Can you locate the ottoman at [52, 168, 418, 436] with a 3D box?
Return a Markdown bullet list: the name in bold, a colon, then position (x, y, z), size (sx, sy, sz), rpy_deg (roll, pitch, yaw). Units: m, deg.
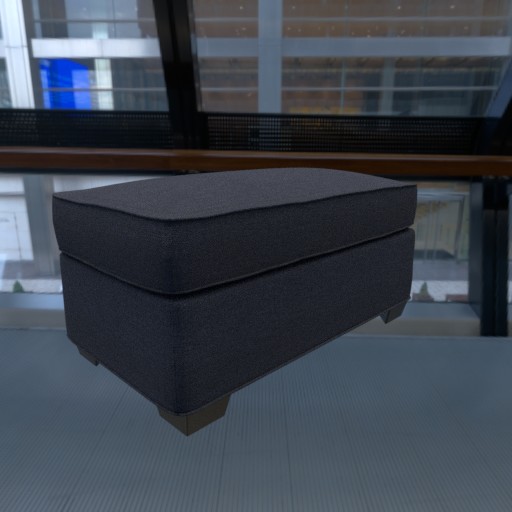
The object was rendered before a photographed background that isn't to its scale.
- **ottoman**: position (0.000, 0.000, 1.195), size (0.895, 0.453, 0.505), rpy_deg (-15, 21, -43)
